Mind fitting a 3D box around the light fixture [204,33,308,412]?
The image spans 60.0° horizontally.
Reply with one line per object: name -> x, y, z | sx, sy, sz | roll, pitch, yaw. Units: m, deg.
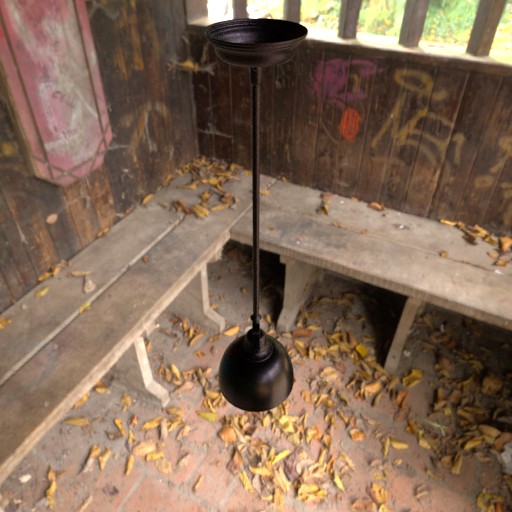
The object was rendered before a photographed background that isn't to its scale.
light fixture -> 0.000, 0.000, 0.824 | 0.182, 0.768, 0.182 | -1, 40, -1
